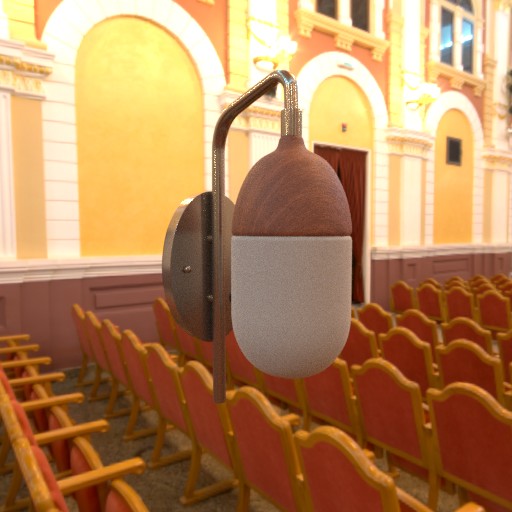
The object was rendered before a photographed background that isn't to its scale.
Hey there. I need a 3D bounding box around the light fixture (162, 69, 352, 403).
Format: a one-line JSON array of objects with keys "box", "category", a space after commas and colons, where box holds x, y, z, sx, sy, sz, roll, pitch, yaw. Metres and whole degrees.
[{"box": [0.000, 0.000, 0.443, 0.108, 0.343, 0.216, -2, 4, -35], "category": "light fixture"}]
